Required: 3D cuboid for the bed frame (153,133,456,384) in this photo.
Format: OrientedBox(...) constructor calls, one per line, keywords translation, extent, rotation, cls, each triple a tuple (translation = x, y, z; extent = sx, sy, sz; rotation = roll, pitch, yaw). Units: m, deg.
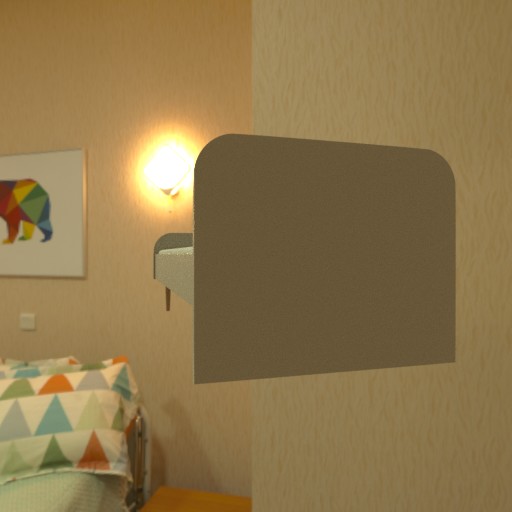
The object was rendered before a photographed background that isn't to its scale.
OrientedBox(translation=(0.000, 0.000, 2.482), extent=(0.998, 0.805, 1.963), rotation=(0, 0, -17), cls="bed frame")
